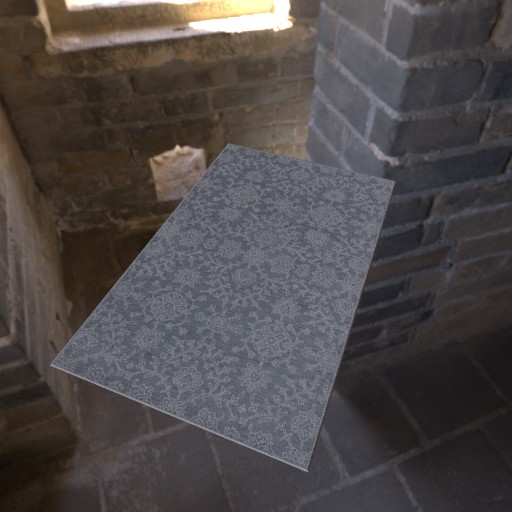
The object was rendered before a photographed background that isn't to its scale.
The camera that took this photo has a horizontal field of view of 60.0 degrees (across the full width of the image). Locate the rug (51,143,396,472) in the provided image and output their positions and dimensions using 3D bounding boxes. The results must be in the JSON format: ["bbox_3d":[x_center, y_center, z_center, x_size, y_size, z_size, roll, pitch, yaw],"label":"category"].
[{"bbox_3d":[0.000,0.000,3.072,1.515,0.010,2.430,16,49,15],"label":"rug"}]
